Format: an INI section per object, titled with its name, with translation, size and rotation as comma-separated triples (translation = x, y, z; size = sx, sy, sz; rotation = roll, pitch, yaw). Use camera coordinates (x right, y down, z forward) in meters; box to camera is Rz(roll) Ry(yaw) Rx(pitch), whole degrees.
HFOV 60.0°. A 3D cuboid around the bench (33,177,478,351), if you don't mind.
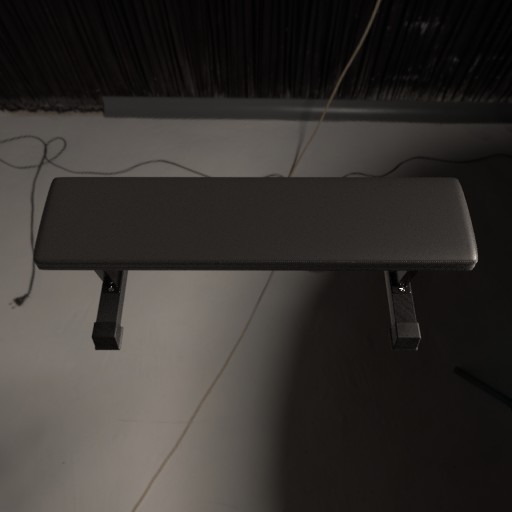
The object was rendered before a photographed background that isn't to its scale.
[bench]
translation = 0.000, 0.000, 1.289
size = 1.072, 0.453, 0.439
rotation = 0, 64, 0
